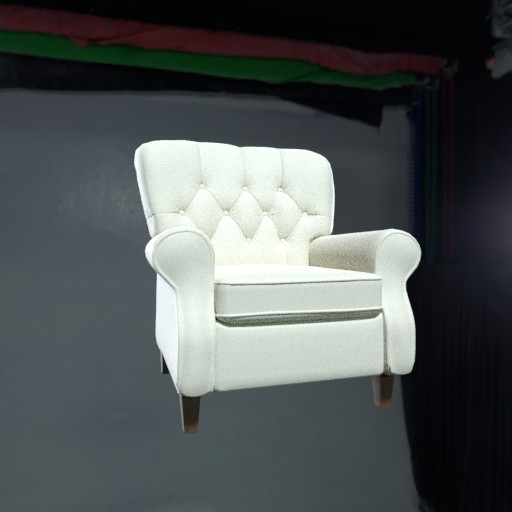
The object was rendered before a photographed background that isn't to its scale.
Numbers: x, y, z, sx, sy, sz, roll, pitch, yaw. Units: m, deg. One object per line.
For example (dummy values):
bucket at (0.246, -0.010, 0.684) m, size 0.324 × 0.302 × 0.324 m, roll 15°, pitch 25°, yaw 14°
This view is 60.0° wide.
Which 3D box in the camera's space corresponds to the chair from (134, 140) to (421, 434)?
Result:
chair at (0.000, 0.000, 2.008) m, size 1.035 × 1.169 × 1.132 m, roll -1°, pitch 2°, yaw -18°
